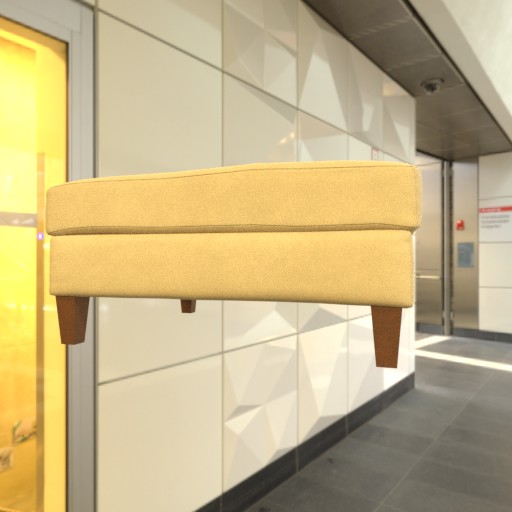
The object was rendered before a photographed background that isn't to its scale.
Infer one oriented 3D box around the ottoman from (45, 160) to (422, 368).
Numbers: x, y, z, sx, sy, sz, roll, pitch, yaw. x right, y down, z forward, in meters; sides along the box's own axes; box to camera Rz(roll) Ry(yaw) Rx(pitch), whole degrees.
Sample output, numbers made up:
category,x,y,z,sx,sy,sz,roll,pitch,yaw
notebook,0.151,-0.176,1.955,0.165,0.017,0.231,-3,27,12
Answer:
category,x,y,z,sx,sy,sz,roll,pitch,yaw
ottoman,0.000,0.000,1.465,1.002,0.492,0.836,0,0,18
